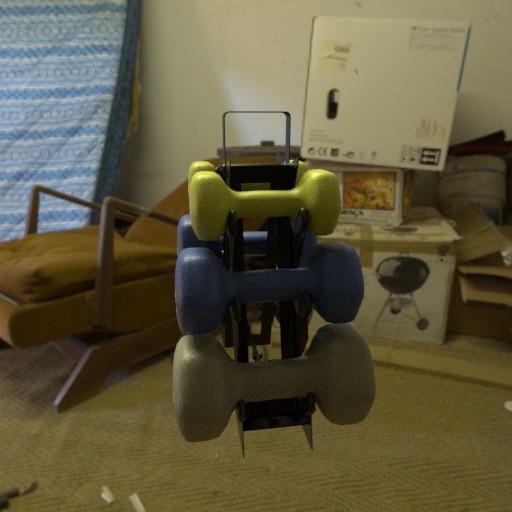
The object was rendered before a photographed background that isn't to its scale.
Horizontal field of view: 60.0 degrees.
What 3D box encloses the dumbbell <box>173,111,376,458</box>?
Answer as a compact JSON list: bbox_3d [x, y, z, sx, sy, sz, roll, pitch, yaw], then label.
[{"bbox_3d":[0.000,0.000,0.687,0.261,0.426,0.416,-3,17,-9],"label":"dumbbell"}]
